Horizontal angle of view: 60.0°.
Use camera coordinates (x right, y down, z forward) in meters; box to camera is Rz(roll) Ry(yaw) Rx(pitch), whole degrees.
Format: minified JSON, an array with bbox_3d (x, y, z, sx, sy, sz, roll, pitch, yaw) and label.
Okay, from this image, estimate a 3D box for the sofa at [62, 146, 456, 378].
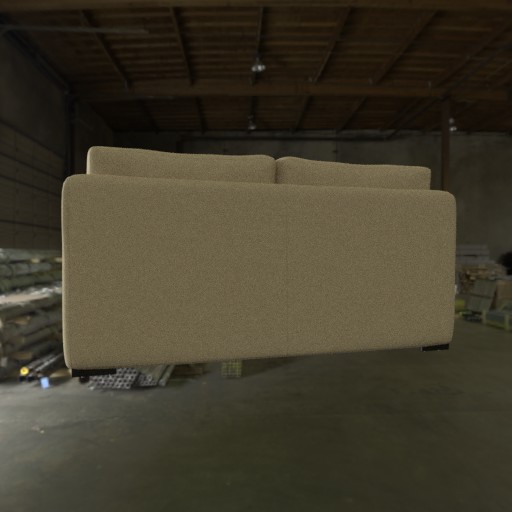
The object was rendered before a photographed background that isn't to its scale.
[{"bbox_3d":[0.000,0.000,2.451,1.885,0.967,0.962,0,1,-16],"label":"sofa"}]
